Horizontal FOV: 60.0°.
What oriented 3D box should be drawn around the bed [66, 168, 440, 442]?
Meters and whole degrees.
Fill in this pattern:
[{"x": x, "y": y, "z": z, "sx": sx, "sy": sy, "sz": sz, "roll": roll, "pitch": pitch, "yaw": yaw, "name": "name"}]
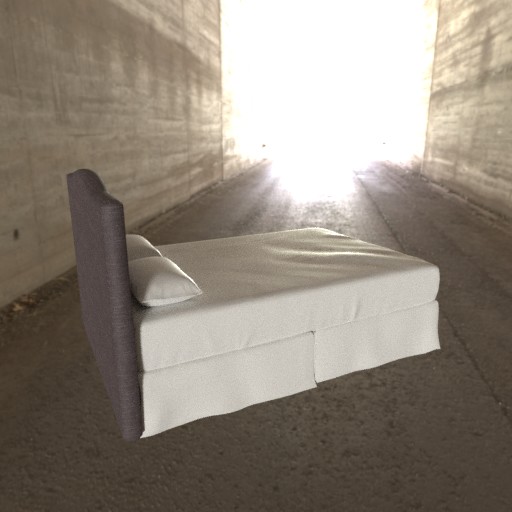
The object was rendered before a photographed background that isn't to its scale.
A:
[{"x": 0.000, "y": 0.000, "z": 3.502, "sx": 2.507, "sy": 1.441, "sz": 1.741, "roll": -8, "pitch": 18, "yaw": -26, "name": "bed"}]
